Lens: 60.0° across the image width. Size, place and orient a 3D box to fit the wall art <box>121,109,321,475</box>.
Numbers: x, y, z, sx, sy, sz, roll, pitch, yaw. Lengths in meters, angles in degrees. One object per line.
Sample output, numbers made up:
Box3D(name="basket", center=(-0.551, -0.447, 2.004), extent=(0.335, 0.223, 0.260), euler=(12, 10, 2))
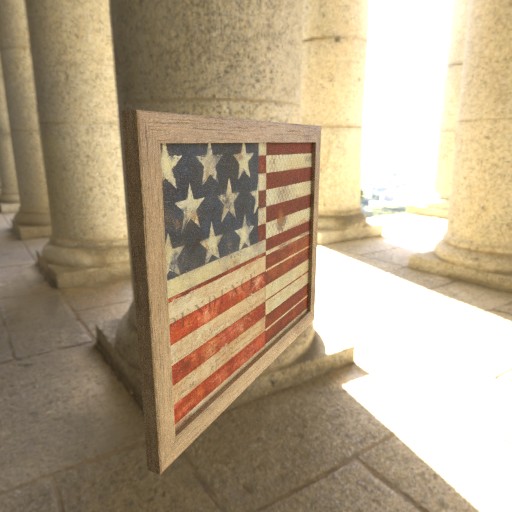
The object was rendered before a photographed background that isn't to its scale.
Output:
Box3D(name="wall art", center=(0.000, 0.000, 0.916), extent=(0.026, 0.535, 0.690), euler=(7, 16, 26))
